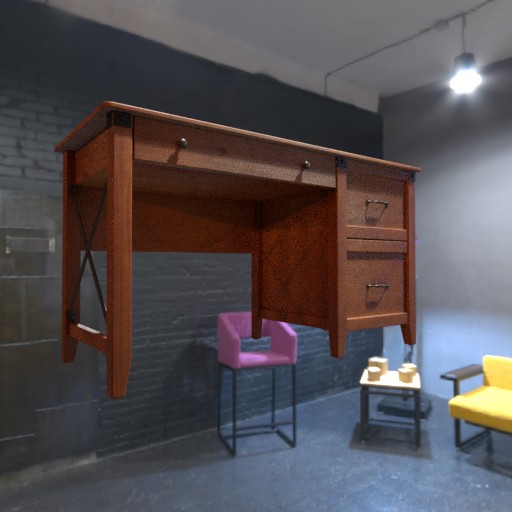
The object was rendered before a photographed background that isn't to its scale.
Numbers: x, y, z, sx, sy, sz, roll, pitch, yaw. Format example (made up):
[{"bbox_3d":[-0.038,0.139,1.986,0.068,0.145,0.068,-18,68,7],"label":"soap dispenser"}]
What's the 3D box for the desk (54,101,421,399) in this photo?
[{"bbox_3d":[0.000,0.000,1.727,1.353,0.756,0.574,1,-1,-36],"label":"desk"}]
